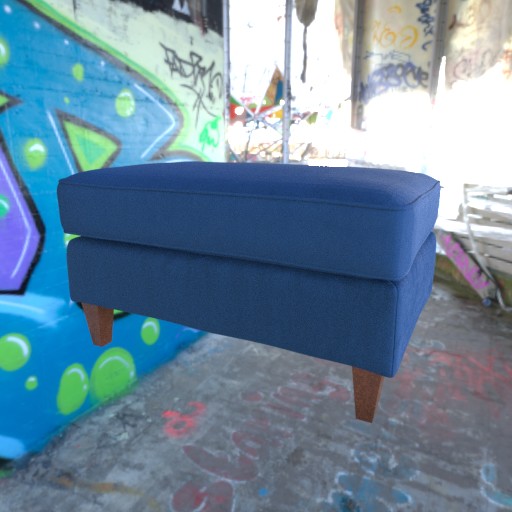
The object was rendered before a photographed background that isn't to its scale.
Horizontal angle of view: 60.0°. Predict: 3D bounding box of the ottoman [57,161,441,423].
[{"bbox_3d":[0.000,0.000,1.197,0.862,0.484,0.583,8,17,26],"label":"ottoman"}]
